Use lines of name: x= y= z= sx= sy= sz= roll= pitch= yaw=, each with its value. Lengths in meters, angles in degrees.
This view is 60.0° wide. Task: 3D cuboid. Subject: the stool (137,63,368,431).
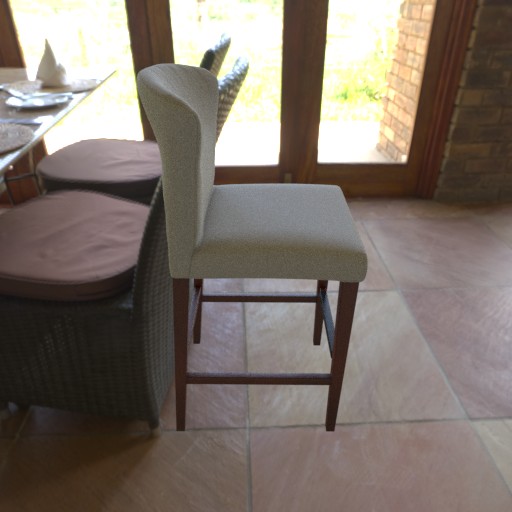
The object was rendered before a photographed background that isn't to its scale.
stool: x=0.000 y=0.000 z=1.353 sx=0.568 sy=1.069 sz=0.479 roll=0 pitch=31 yaw=1
